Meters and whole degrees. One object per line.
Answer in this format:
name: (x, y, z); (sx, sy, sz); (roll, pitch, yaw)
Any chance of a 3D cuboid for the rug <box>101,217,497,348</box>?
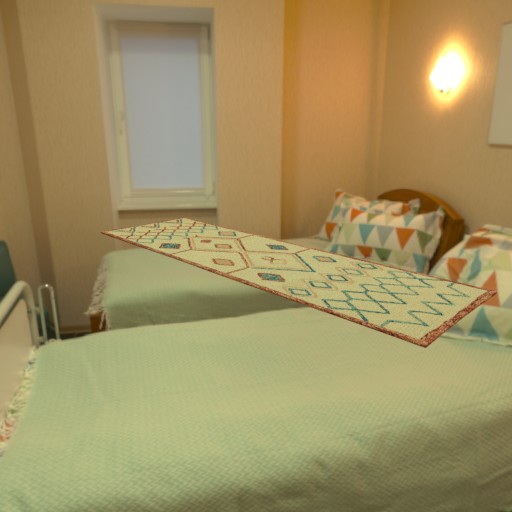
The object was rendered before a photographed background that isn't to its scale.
rug: (0.000, 0.000, 2.635); (2.435, 0.011, 0.750); (16, 23, 43)
